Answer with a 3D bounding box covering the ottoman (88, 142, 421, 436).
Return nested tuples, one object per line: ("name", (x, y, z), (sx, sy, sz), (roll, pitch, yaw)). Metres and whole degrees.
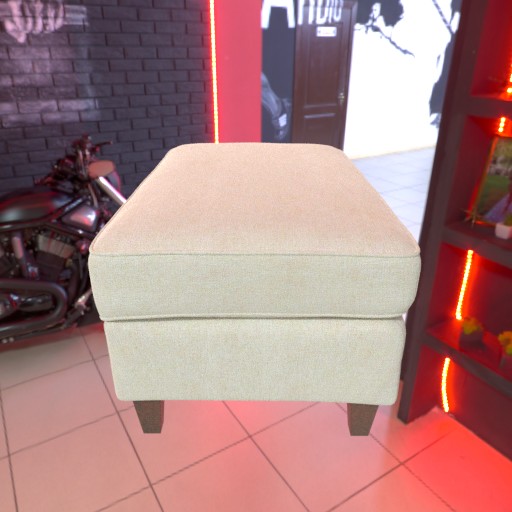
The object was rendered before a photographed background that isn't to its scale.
("ottoman", (0.000, 0.000, 1.196), (0.583, 0.484, 0.862), (0, 25, 0))
